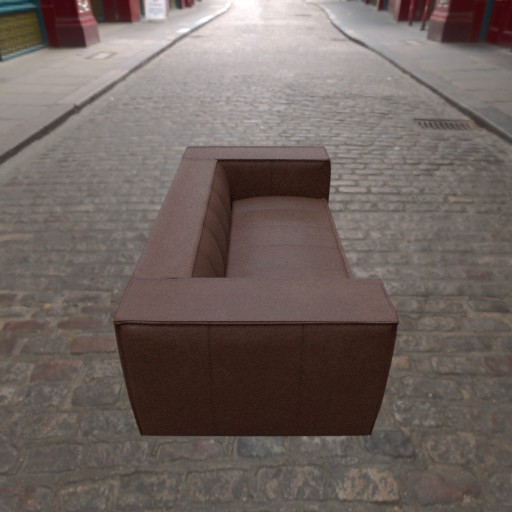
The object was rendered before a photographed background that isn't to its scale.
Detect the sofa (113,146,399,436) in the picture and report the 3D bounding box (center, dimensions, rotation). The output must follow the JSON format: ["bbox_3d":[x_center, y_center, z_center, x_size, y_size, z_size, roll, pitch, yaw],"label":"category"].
[{"bbox_3d":[0.000,0.000,2.627,1.102,0.703,2.088,0,31,0],"label":"sofa"}]
